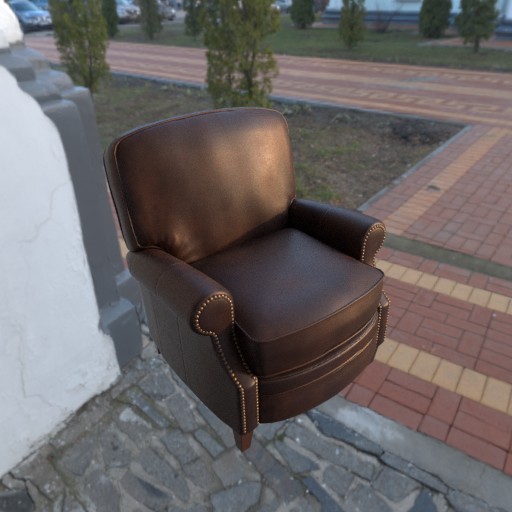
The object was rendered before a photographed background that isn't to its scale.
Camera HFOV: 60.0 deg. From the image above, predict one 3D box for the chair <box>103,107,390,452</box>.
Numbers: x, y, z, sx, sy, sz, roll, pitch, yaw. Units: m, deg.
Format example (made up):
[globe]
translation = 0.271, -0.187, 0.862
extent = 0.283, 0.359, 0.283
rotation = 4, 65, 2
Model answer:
[chair]
translation = 0.000, 0.000, 1.775
extent = 0.936, 1.018, 0.986
rotation = -22, 37, -33
